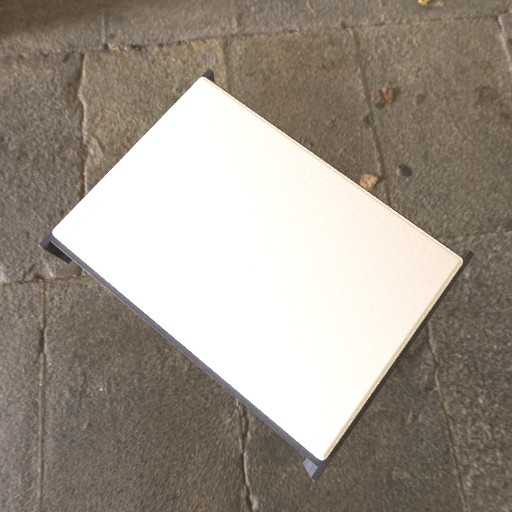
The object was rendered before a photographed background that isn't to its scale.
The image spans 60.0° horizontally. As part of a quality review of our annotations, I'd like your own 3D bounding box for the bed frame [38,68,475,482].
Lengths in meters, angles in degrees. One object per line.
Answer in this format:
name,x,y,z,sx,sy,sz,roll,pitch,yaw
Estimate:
bed frame,0.000,0.000,2.628,1.950,0.432,1.490,38,78,9
